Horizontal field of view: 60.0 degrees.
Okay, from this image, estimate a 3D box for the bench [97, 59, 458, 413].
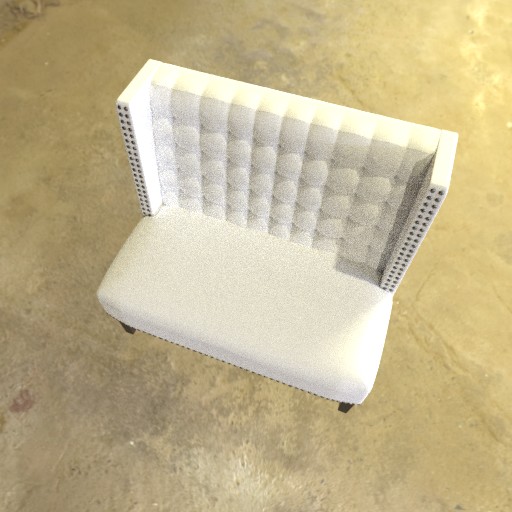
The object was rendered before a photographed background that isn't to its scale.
[{"bbox_3d":[0.000,0.000,1.978,1.280,1.123,0.847,18,60,10],"label":"bench"}]
